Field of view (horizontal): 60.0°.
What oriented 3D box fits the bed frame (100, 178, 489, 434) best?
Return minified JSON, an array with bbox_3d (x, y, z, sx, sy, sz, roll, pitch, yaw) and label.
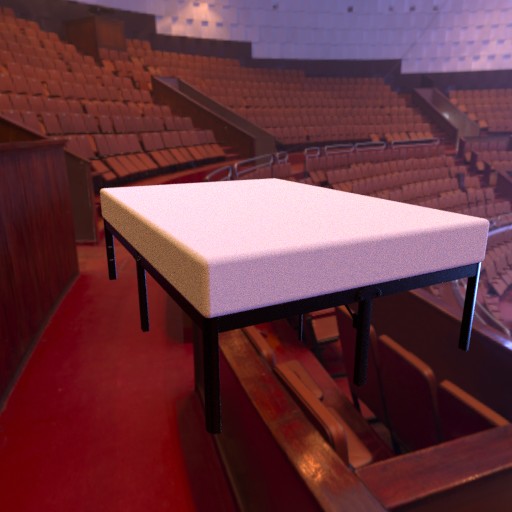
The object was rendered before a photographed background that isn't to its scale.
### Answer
[{"bbox_3d":[0.000,0.000,2.621,1.408,0.659,1.956,-8,18,-27],"label":"bed frame"}]
